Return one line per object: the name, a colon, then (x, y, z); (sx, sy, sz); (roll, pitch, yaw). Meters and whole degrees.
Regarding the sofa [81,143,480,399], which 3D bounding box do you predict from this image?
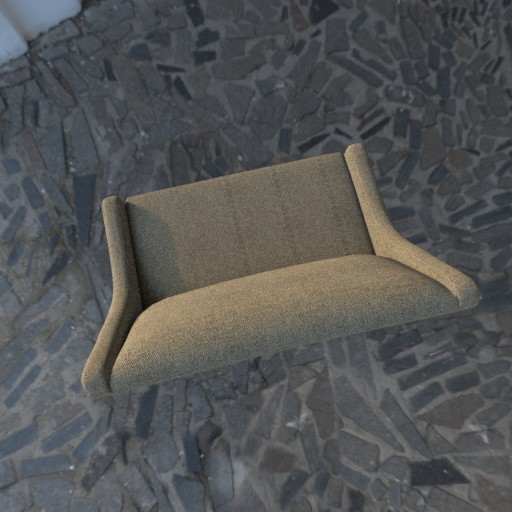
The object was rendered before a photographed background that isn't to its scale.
sofa: (0.000, 0.000, 1.883); (1.242, 1.021, 0.870); (-13, 75, -3)
